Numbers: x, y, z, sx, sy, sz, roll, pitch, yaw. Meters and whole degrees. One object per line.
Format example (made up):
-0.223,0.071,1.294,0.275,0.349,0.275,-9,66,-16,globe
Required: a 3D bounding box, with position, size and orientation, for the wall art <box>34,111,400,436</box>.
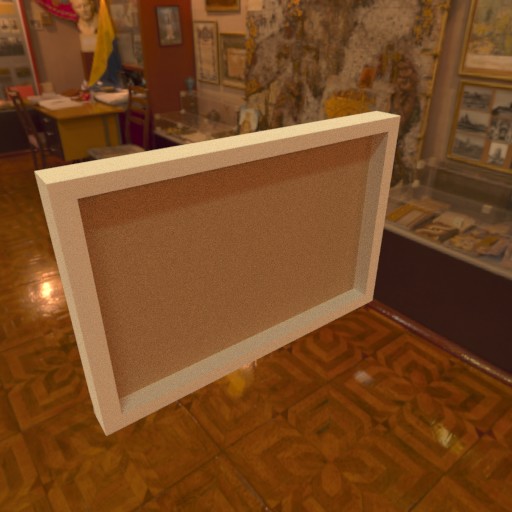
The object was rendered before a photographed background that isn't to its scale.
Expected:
0.000,0.000,0.478,0.384,0.254,0.039,-19,34,-31,wall art
